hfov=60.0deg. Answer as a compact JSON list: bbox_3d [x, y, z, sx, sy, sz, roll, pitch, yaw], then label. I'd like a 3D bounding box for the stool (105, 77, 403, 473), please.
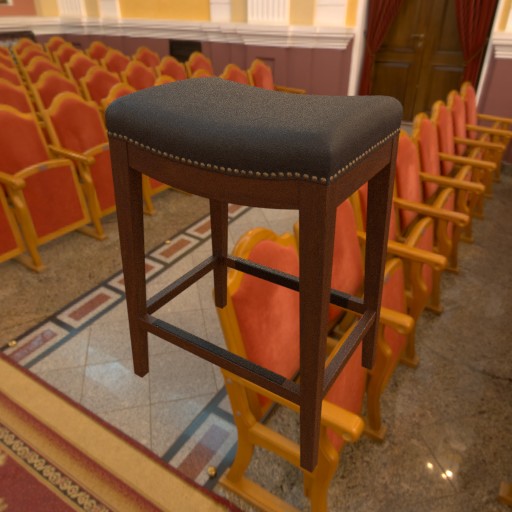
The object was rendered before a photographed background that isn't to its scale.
[{"bbox_3d":[0.000,0.000,0.944,0.490,0.664,0.353,18,35,28],"label":"stool"}]
